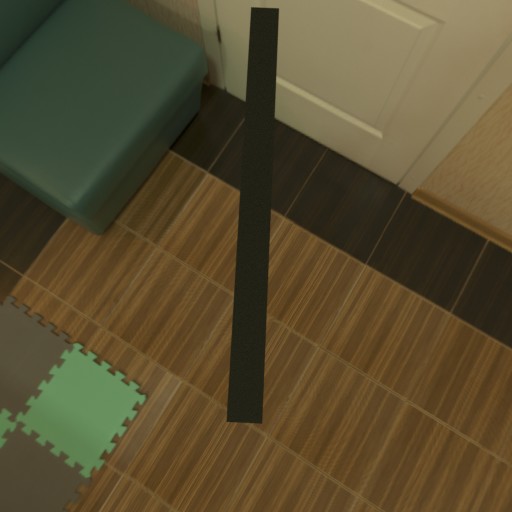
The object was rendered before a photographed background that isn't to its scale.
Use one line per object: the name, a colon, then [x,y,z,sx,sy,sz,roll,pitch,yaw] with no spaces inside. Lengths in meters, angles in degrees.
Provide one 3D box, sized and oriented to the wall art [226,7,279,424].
wall art: [0.000,0.000,0.732,0.033,0.559,0.457,3,76,1]
